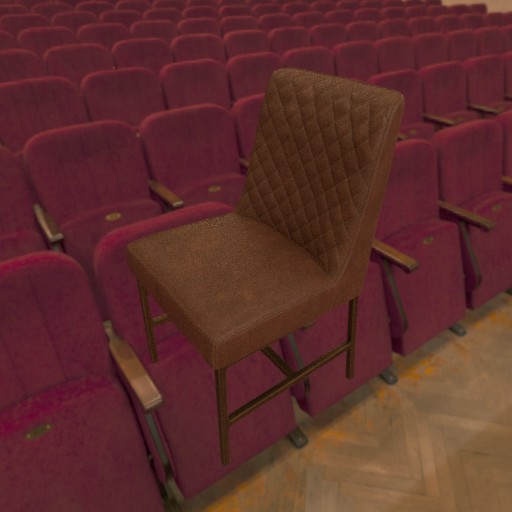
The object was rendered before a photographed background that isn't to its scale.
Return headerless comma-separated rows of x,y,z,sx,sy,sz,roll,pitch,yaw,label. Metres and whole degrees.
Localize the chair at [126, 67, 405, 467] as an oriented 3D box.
0.000,0.000,1.243,0.587,0.889,0.508,-21,38,-29,chair
